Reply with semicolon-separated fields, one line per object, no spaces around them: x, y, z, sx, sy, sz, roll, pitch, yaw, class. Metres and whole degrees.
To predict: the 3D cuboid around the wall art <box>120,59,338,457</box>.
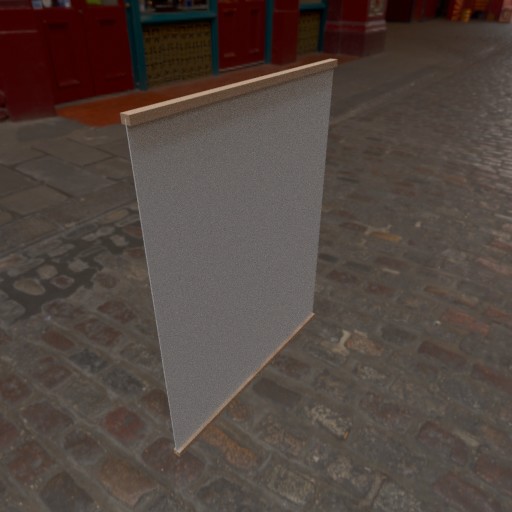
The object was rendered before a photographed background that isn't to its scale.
0.000;0.000;0.676;0.012;0.508;0.405;21;38;30;wall art
